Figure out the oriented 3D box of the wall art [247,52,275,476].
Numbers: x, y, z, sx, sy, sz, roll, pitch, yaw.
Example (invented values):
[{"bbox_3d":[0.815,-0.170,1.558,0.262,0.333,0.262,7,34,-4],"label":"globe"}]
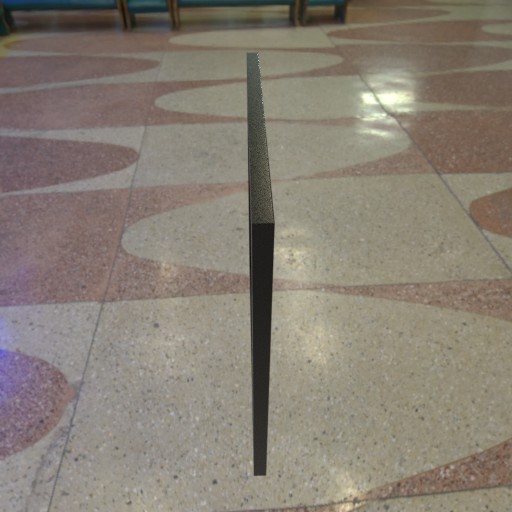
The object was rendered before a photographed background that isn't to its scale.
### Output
[{"bbox_3d":[0.000,0.000,0.516,0.014,0.349,0.349,-1,40,-1],"label":"wall art"}]
